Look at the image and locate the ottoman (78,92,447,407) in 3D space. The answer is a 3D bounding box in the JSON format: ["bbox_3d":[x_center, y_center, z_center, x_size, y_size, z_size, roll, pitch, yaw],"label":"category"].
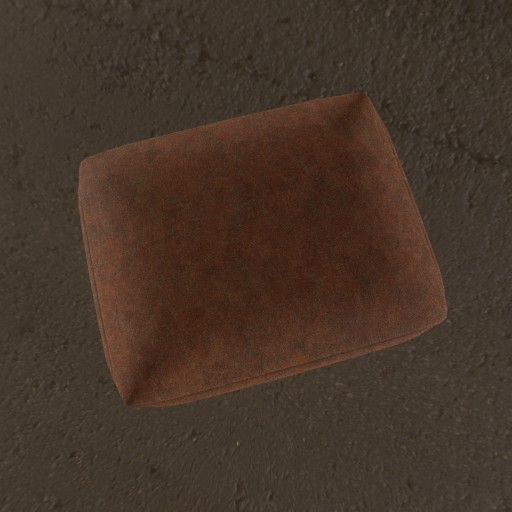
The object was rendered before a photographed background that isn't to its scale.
[{"bbox_3d":[0.000,0.000,1.188,0.787,0.508,0.635,-15,76,-4],"label":"ottoman"}]
